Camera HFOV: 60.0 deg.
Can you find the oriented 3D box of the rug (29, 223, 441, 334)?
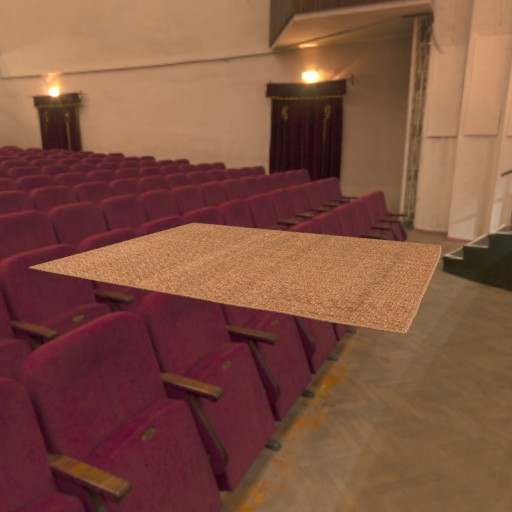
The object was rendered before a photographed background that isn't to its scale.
[{"bbox_3d":[0.000,0.000,4.085,3.048,0.013,2.439,7,16,26],"label":"rug"}]
